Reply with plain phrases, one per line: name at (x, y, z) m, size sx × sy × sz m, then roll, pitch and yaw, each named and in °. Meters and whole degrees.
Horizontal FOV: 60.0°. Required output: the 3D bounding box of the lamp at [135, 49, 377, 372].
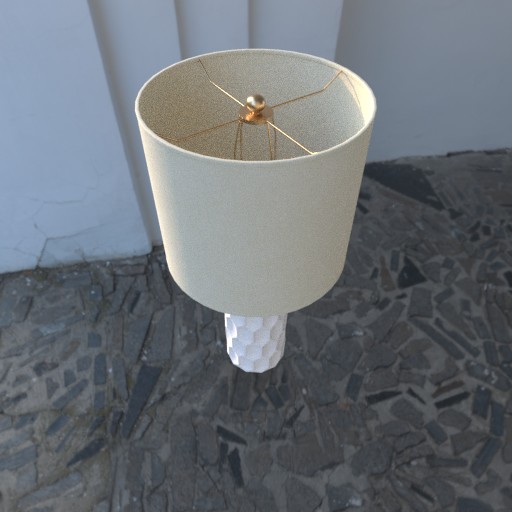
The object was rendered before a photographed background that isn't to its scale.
lamp at (0.000, 0.000, 0.708) m, size 0.277 × 0.537 × 0.277 m, roll 3°, pitch 46°, yaw 3°
